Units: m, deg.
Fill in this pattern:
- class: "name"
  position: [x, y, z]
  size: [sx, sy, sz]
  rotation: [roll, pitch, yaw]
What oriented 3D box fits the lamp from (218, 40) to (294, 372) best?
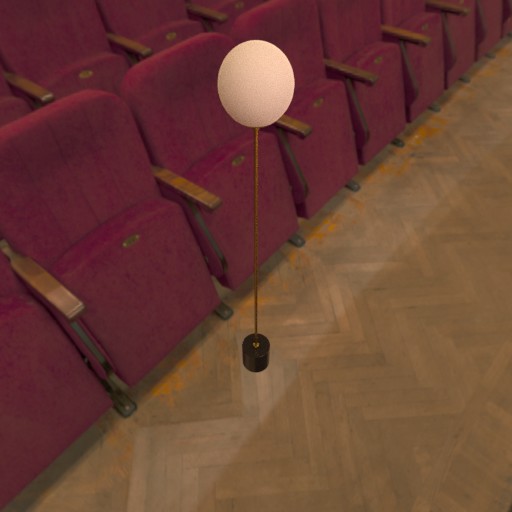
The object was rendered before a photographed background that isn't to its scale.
- class: "lamp"
  position: [0.000, 0.000, 1.877]
  size: [0.229, 1.748, 0.229]
  rotation: [31, 54, 25]
